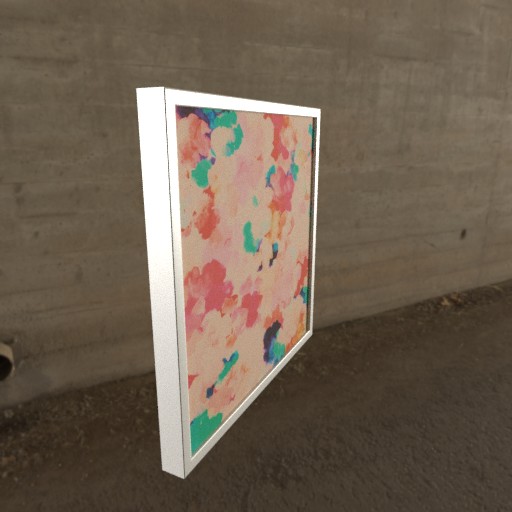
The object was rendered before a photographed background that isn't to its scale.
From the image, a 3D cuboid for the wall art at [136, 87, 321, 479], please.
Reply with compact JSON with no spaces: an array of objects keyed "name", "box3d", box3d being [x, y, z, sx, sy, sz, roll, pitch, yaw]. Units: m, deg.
[{"name":"wall art","box3d":[0.000,0.000,0.766,0.038,0.505,0.506,8,17,26]}]
